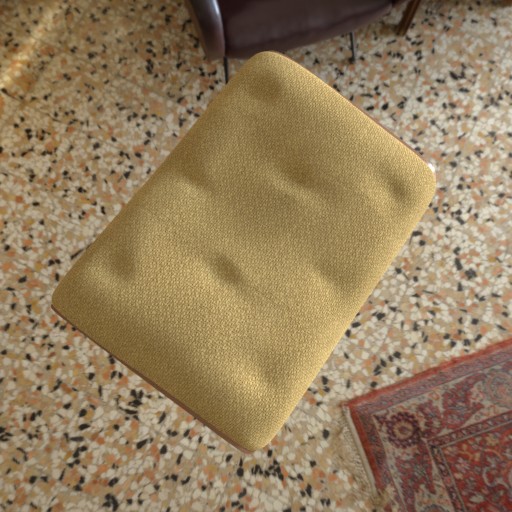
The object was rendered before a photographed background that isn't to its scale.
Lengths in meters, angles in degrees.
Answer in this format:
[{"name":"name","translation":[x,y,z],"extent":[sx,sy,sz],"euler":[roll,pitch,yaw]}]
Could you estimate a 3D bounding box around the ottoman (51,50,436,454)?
[{"name":"ottoman","translation":[0.000,0.000,0.797],"extent":[0.394,0.391,0.520],"euler":[35,78,8]}]
